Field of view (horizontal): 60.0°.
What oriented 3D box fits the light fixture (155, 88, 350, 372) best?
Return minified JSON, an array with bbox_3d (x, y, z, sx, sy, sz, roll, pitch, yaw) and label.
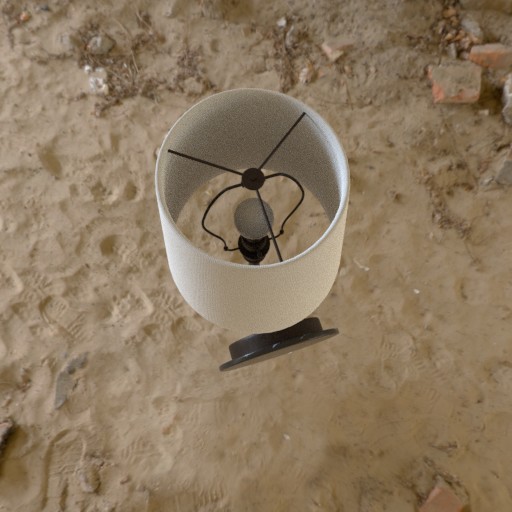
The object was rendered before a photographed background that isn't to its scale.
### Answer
[{"bbox_3d":[0.000,0.000,0.445,0.168,0.337,0.188,-17,75,-5],"label":"light fixture"}]
